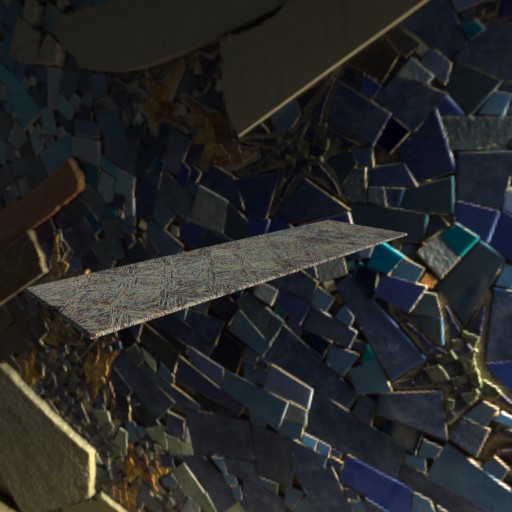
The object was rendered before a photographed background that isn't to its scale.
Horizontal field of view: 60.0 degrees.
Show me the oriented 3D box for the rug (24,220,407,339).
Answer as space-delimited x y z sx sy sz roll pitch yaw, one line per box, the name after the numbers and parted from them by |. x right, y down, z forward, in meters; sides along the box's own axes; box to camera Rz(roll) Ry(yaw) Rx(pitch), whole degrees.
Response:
0.000 0.000 2.546 2.292 0.015 0.688 -15 22 -42 | rug
